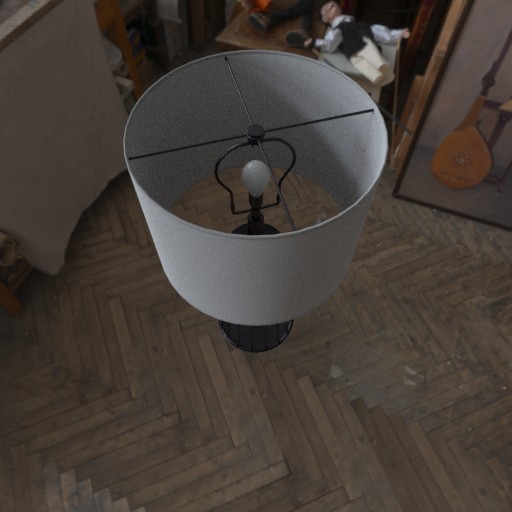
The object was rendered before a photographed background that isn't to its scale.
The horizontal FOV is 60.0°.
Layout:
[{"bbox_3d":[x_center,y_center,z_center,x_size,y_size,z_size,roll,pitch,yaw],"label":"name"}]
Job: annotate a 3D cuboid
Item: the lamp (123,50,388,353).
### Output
[{"bbox_3d":[0.000,0.000,0.796,0.322,0.593,0.322,-14,59,-8],"label":"lamp"}]
